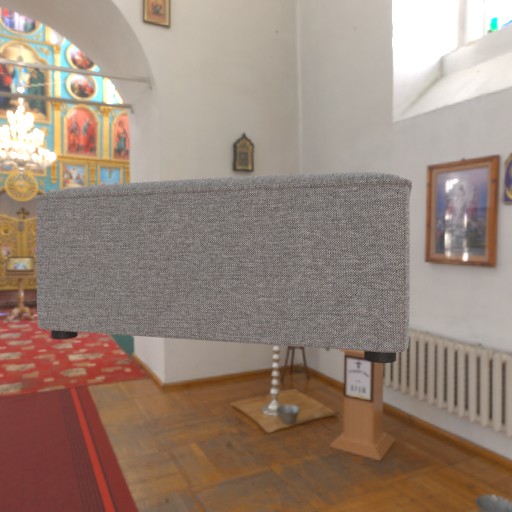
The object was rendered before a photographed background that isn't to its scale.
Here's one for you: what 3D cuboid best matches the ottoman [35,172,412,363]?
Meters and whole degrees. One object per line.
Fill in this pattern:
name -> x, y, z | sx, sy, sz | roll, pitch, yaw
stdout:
ottoman -> 0.000, 0.000, 1.551 | 1.005, 0.455, 1.005 | 0, 1, 17
